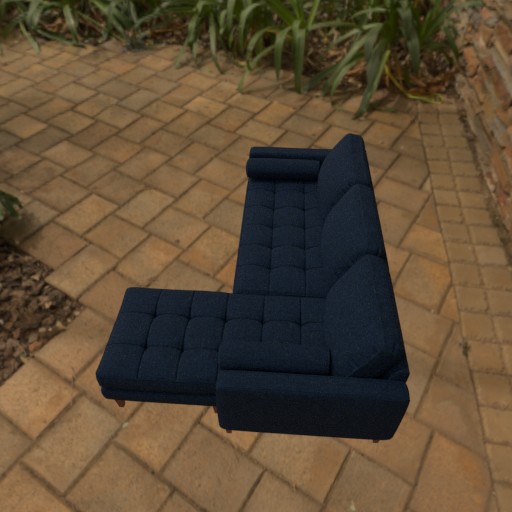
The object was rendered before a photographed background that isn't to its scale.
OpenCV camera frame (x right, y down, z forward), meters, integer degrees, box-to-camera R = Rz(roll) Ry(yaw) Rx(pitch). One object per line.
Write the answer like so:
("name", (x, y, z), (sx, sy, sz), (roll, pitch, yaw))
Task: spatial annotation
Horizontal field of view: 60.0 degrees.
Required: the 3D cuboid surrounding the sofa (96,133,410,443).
("sofa", (0.000, 0.000, 2.979), (1.613, 0.841, 2.185), (3, 45, 3))
